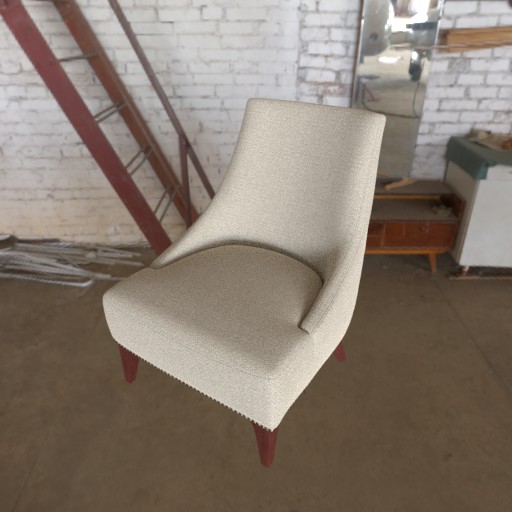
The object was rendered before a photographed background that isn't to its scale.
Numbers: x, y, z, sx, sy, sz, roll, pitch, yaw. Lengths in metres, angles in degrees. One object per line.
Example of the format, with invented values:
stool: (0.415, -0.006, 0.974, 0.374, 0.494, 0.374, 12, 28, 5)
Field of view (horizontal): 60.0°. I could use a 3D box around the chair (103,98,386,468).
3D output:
chair: (0.000, 0.000, 1.549, 0.701, 0.909, 0.861, 19, 34, 30)
